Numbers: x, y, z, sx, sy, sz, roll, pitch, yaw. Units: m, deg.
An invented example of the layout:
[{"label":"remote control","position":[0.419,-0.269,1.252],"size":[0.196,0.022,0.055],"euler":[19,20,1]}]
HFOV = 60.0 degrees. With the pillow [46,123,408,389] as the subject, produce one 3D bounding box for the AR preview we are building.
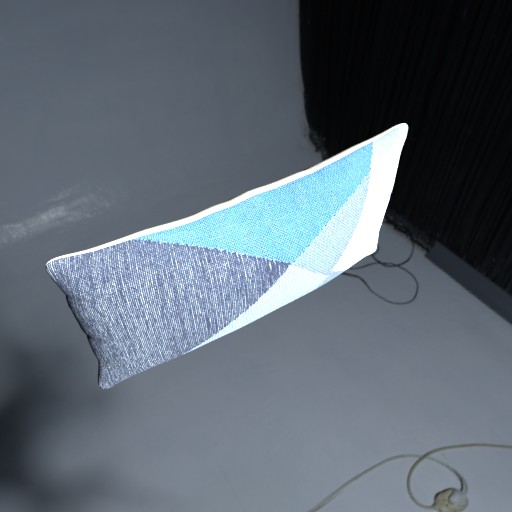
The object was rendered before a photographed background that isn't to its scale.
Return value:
[{"label":"pillow","position":[0.000,0.000,0.734],"size":[0.604,0.307,0.148],"euler":[-25,51,-22]}]
